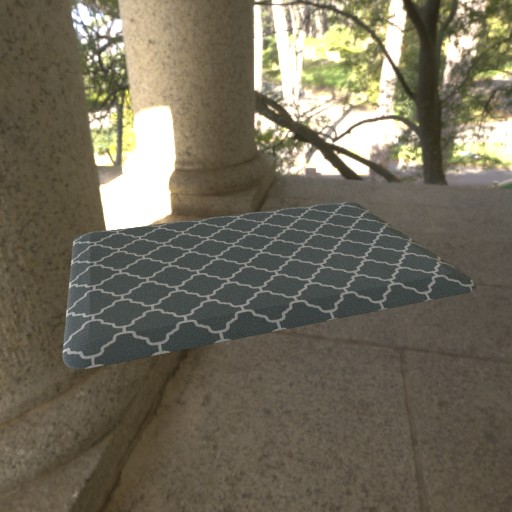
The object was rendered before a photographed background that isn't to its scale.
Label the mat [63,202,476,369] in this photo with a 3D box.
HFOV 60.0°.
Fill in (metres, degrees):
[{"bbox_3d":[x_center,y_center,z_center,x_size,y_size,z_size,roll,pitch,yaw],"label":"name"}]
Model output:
[{"bbox_3d":[0.000,0.000,0.960,0.762,0.021,0.508,-8,28,-16],"label":"mat"}]
